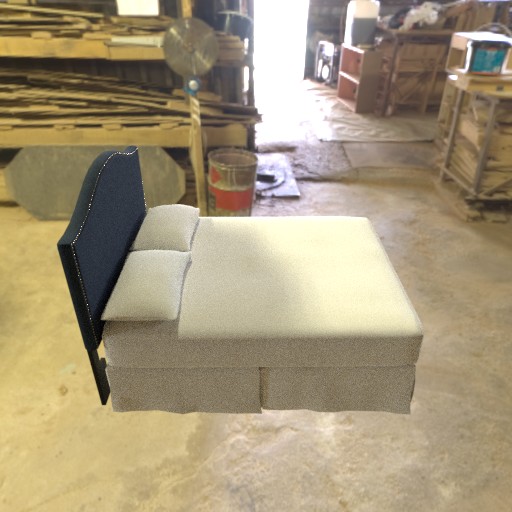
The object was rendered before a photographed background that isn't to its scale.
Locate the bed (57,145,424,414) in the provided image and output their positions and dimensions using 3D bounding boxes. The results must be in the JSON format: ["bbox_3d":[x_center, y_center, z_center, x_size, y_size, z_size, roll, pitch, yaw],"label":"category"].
[{"bbox_3d":[0.000,0.000,3.310,2.153,1.518,1.713,0,32,-1],"label":"bed"}]
